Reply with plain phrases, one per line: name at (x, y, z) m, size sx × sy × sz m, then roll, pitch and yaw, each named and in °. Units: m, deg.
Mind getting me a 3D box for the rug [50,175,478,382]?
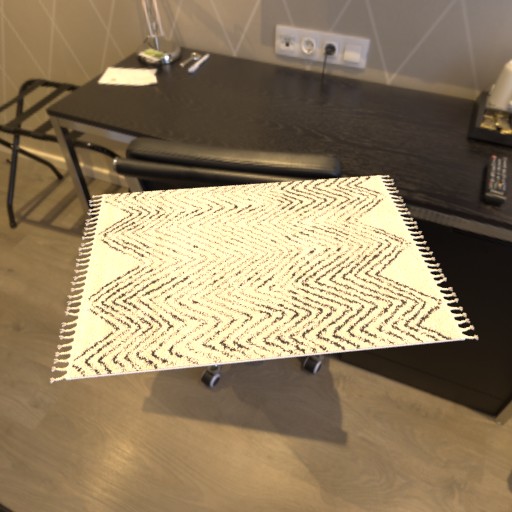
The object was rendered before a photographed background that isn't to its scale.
rug at (0.000, 0.000, 2.285) m, size 1.847 × 0.014 × 1.230 m, roll -5°, pitch 46°, yaw -5°
